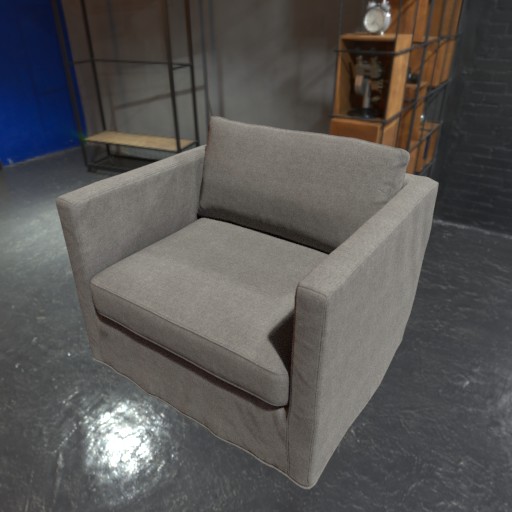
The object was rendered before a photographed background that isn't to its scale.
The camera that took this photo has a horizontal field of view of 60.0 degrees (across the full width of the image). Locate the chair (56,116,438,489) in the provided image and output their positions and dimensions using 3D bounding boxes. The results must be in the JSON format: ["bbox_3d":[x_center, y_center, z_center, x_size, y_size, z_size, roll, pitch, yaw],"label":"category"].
[{"bbox_3d":[0.000,0.000,1.694,1.057,0.863,0.949,19,35,29],"label":"chair"}]
